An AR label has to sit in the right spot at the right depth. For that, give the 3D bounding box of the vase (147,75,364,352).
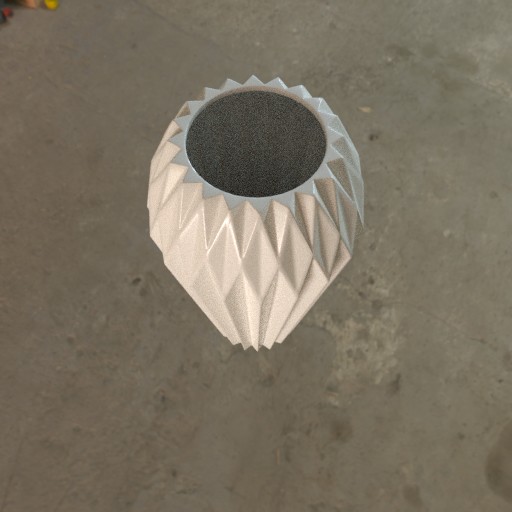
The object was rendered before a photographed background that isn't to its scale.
[{"bbox_3d":[0.000,0.000,0.337,0.133,0.263,0.133,0,64,0],"label":"vase"}]
